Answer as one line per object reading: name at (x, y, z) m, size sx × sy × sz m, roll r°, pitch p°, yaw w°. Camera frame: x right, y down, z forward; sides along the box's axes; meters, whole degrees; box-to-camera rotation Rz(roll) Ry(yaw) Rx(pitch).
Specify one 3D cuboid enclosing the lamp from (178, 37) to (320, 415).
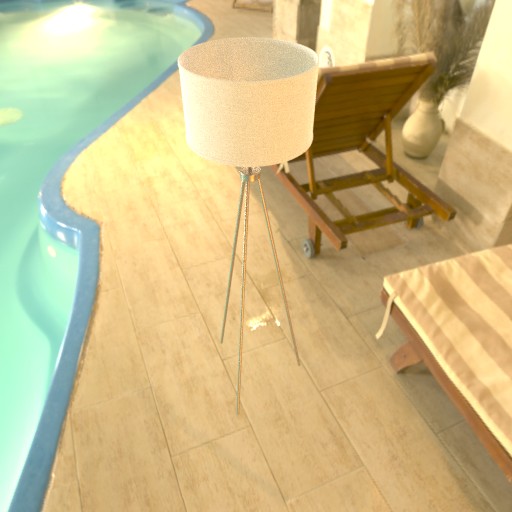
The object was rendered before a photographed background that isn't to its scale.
lamp at (0.000, 0.000, 1.796) m, size 0.458 × 1.545 × 0.448 m, roll -12°, pitch 42°, yaw -13°
